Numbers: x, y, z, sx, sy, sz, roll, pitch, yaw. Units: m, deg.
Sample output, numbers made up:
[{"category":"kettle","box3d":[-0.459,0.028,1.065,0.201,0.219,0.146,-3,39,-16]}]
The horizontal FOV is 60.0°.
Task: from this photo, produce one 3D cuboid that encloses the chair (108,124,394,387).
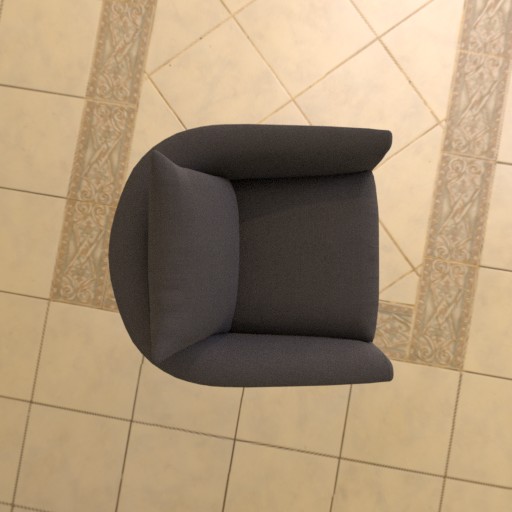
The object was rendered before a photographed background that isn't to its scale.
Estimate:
[{"category":"chair","box3d":[0.000,0.000,1.602,0.910,0.848,0.845,0,89,2]}]
